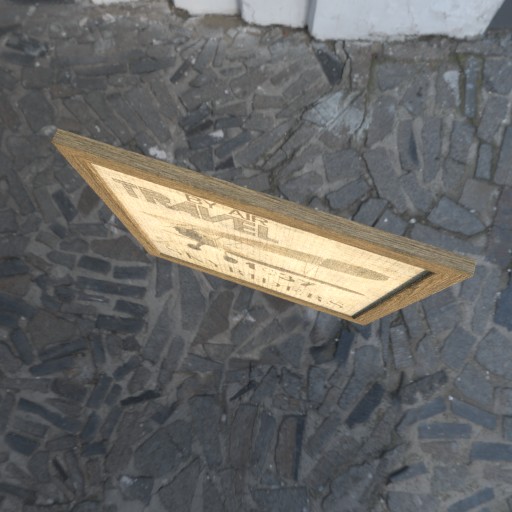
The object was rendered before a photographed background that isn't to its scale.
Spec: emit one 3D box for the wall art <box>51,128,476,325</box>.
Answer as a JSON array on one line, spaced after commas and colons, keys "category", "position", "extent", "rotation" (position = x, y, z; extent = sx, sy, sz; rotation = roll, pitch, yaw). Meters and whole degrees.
[{"category": "wall art", "position": [0.000, 0.000, 0.753], "extent": [0.508, 0.508, 0.019], "rotation": [18, 76, 5]}]
